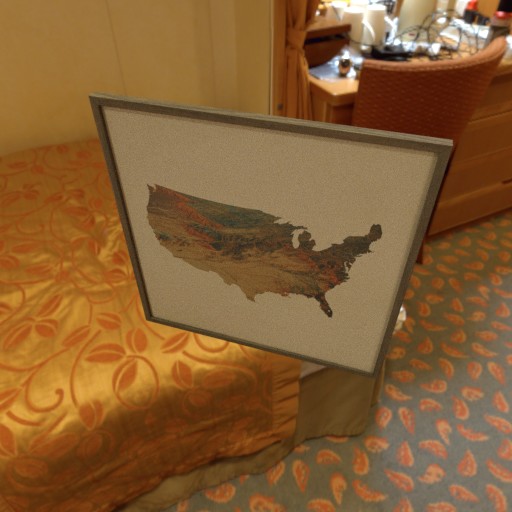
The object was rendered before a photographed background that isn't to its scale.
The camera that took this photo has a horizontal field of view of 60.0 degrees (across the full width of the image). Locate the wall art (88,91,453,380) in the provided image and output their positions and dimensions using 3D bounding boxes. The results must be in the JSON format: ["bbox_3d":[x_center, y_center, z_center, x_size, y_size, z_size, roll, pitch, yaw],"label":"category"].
[{"bbox_3d":[0.000,0.000,0.766,0.508,0.507,0.016,12,43,13],"label":"wall art"}]
